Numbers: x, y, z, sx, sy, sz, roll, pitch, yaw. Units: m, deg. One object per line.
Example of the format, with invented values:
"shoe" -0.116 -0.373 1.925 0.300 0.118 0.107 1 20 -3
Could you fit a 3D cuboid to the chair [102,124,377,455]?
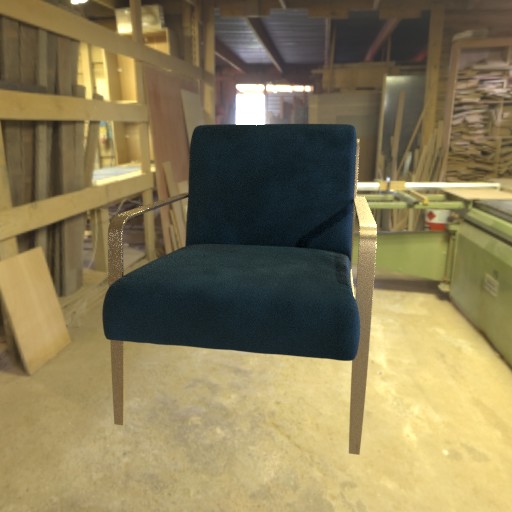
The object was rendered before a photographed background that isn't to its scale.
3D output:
"chair" 0.000 0.000 1.426 0.692 0.831 0.859 3 15 10
